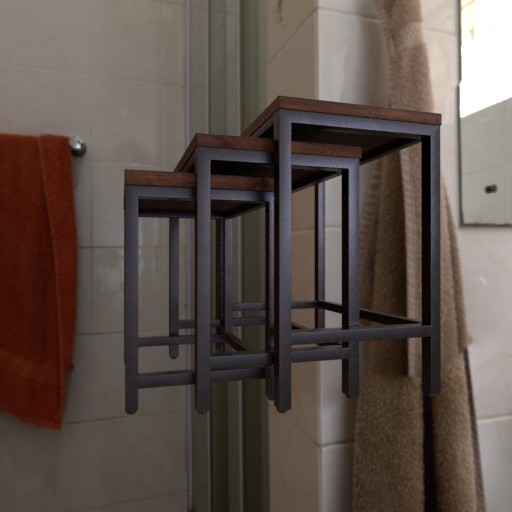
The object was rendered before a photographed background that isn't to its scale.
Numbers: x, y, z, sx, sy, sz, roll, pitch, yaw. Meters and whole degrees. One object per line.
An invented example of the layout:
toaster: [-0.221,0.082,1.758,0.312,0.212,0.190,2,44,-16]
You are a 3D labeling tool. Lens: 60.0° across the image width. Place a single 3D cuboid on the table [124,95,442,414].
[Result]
table: [0.000,0.000,1.155,0.660,0.616,0.608,0,0,-17]
